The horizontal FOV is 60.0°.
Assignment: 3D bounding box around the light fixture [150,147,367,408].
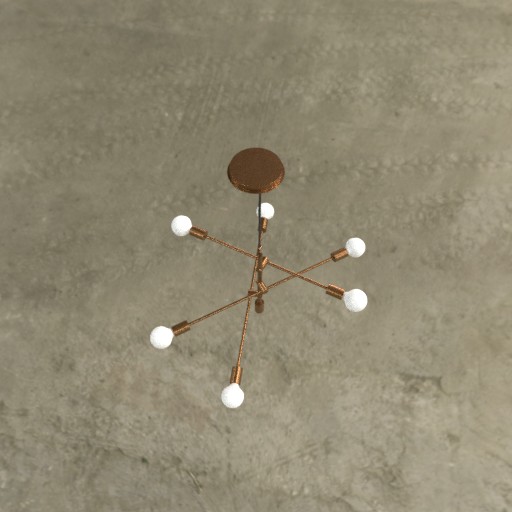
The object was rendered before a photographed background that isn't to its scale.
[{"bbox_3d":[0.000,0.000,1.249,0.637,0.744,0.682,33,64,19],"label":"light fixture"}]
